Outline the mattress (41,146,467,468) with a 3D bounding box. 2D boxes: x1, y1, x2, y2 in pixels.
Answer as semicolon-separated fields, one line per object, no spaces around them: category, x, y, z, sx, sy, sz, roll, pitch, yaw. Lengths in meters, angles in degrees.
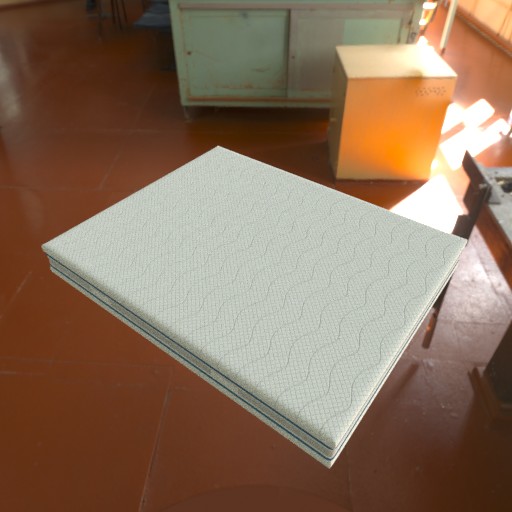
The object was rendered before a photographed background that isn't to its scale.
mattress;0.000;0.000;2.720;2.000;0.230;1.600;27;48;27
